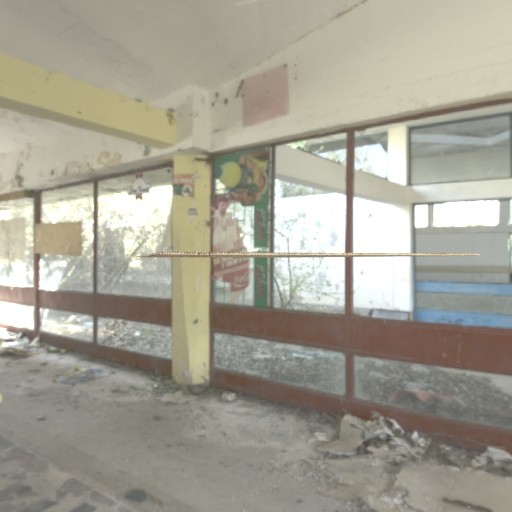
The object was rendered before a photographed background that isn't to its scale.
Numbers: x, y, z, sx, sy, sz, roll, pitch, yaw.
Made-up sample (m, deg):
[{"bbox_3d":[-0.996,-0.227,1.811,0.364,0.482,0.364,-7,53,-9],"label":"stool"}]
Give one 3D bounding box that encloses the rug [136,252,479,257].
[{"bbox_3d":[0.000,0.000,3.086,1.533,0.011,2.439,0,0,-17],"label":"rug"}]
